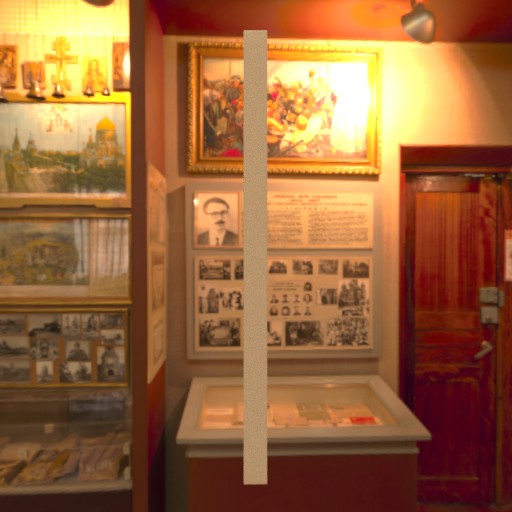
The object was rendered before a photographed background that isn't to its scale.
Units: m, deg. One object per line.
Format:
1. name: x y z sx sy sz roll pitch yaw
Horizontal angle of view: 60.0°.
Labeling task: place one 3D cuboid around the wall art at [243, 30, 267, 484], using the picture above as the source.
1. wall art: 0.000 0.000 1.122 0.050 0.762 0.761 0 1 -1
